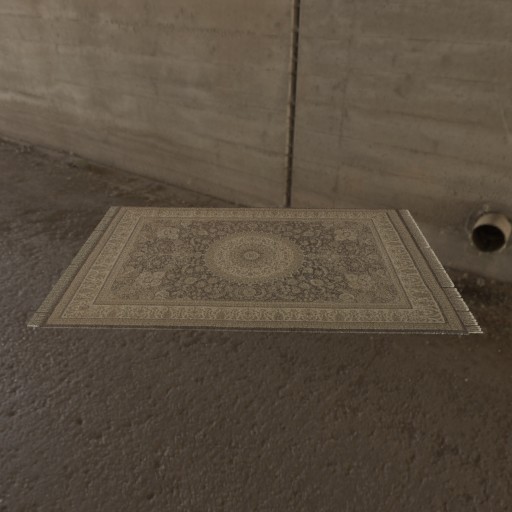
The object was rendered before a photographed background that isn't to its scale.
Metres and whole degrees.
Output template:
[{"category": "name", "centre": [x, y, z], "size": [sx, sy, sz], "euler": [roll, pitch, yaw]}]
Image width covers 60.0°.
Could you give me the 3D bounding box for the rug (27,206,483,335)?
[{"category": "rug", "centre": [0.000, 0.000, 3.005], "size": [2.440, 0.010, 1.528], "euler": [1, 31, 1]}]
